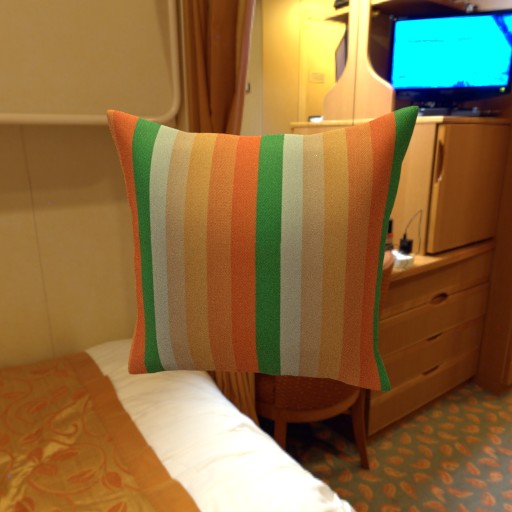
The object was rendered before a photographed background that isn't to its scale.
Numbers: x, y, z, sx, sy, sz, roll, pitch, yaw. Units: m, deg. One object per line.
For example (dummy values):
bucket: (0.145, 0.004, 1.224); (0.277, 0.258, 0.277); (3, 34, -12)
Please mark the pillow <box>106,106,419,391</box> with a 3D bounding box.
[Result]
pillow: (0.000, 0.000, 0.697); (0.453, 0.444, 0.169); (2, 15, 7)
